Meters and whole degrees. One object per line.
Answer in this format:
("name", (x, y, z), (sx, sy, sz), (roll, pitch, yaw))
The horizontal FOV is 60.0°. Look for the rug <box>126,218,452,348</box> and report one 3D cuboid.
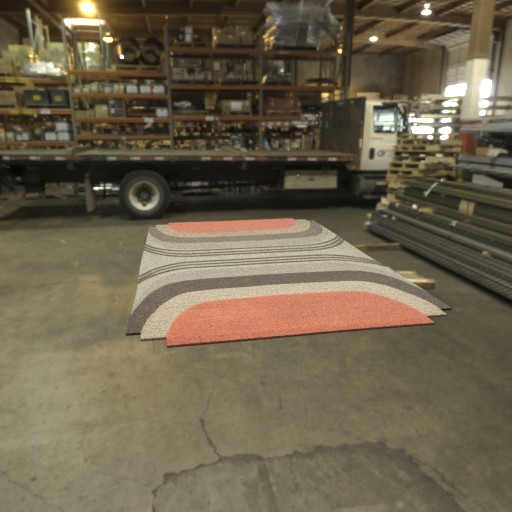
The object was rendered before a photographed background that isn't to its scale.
("rug", (0.000, 0.000, 3.033), (1.530, 0.017, 2.446), (-3, 16, -10))
